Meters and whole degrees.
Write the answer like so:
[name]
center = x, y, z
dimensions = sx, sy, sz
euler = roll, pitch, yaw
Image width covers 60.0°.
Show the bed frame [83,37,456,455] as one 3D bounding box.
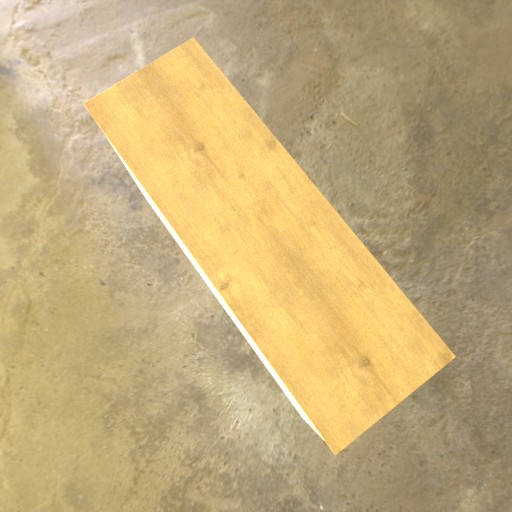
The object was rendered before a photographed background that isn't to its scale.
[bed frame]
center = 0.000, 0.000, 1.740
dimensions = 0.430, 0.850, 1.300
euler = -35, 78, -8
